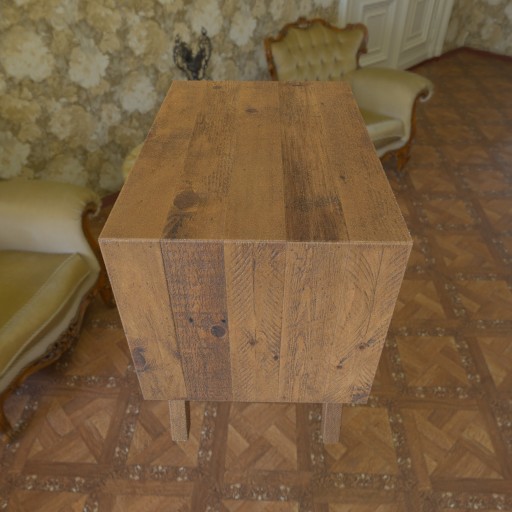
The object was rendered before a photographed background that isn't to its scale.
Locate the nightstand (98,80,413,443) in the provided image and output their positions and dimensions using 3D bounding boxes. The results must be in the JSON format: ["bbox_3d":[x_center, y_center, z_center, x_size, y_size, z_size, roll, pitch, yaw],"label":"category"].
[{"bbox_3d":[0.000,0.000,1.053,0.450,0.599,0.650,1,40,1],"label":"nightstand"}]
